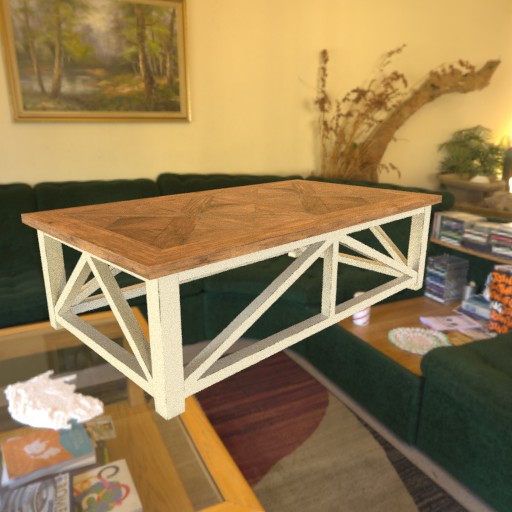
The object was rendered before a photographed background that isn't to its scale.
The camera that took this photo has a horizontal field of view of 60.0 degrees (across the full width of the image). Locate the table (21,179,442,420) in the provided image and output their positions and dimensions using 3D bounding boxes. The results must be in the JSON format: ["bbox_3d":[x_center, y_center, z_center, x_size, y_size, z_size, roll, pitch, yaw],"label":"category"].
[{"bbox_3d":[0.000,0.000,1.723,1.400,0.410,0.800,-15,22,-42],"label":"table"}]
